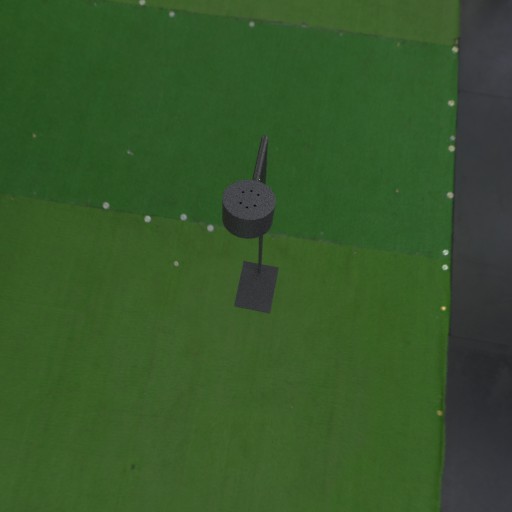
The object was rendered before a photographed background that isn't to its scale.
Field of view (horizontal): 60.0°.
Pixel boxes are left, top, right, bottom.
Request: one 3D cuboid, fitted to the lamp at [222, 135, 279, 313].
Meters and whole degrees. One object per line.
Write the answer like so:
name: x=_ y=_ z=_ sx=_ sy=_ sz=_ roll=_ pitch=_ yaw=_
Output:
lamp: x=0.000 y=0.000 z=1.730 sx=0.203 sy=1.600 sz=0.304 roll=11 pitch=76 yaw=3
